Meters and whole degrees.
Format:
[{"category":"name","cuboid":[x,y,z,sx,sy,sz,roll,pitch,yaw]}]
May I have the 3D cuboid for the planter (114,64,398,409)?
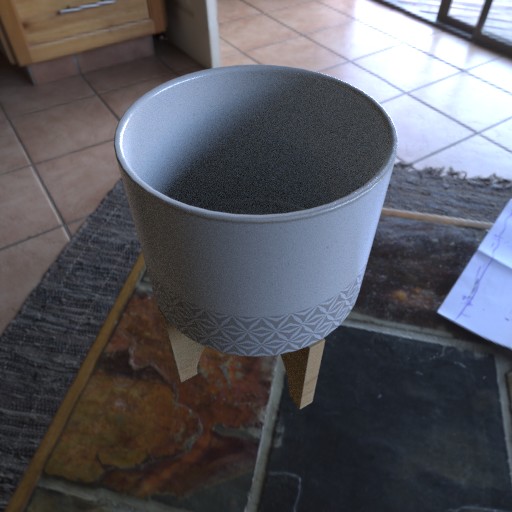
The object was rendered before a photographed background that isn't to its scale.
[{"category":"planter","cuboid":[0.000,0.000,0.521,0.249,0.343,0.249,0,47,0]}]
